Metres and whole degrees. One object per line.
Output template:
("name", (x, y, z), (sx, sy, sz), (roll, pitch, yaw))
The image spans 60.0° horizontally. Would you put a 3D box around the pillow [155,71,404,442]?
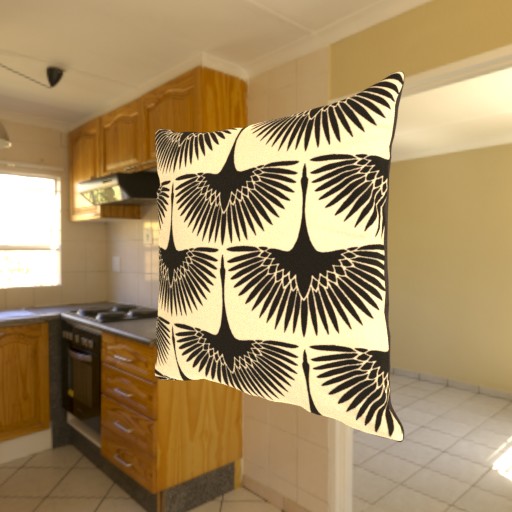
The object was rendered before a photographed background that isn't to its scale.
("pillow", (0.000, 0.000, 0.645), (0.432, 0.432, 0.139), (1, 1, 37))
